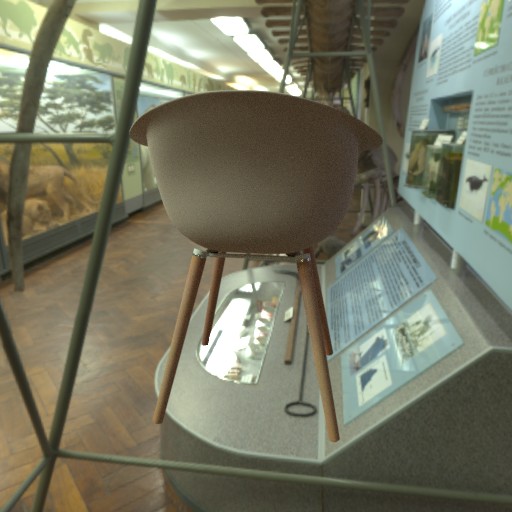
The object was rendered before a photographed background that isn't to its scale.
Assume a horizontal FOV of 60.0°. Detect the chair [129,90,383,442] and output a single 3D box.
[{"bbox_3d":[0.000,0.000,1.162,0.593,0.781,0.504,2,16,8],"label":"chair"}]
